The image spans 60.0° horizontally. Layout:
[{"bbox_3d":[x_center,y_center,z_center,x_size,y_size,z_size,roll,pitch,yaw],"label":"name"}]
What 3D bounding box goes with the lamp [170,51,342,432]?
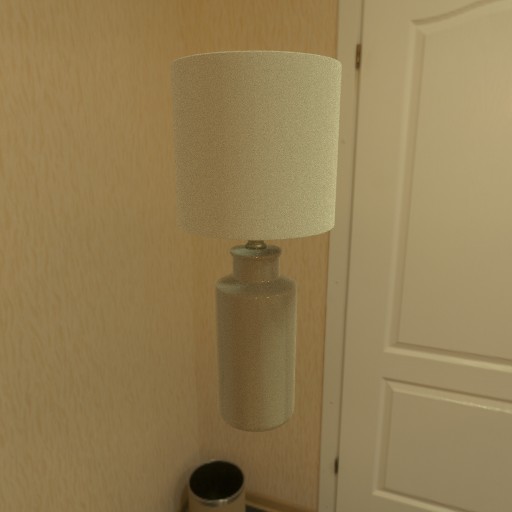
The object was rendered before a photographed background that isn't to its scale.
[{"bbox_3d":[0.000,0.000,0.621,0.212,0.493,0.212,-2,15,-7],"label":"lamp"}]
